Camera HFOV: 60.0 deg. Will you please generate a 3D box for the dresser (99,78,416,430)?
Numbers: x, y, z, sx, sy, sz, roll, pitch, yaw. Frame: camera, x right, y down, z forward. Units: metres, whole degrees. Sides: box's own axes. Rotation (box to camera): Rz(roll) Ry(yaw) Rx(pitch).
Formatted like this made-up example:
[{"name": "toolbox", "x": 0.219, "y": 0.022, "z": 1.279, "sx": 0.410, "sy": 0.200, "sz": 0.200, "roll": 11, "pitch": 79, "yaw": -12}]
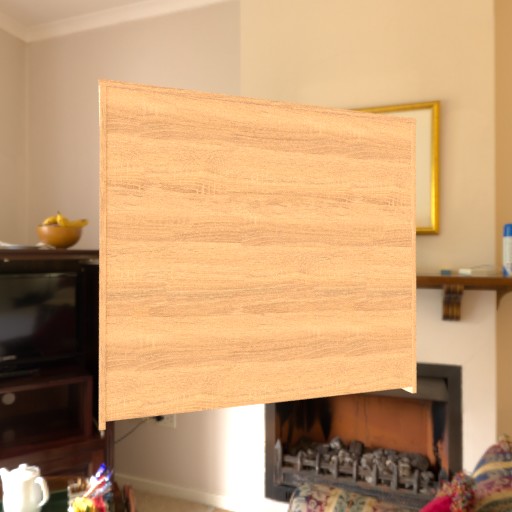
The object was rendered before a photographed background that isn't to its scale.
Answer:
[{"name": "dresser", "x": 0.000, "y": 0.000, "z": 1.466, "sx": 0.980, "sy": 0.900, "sz": 0.380, "roll": 0, "pitch": -1, "yaw": -19}]
